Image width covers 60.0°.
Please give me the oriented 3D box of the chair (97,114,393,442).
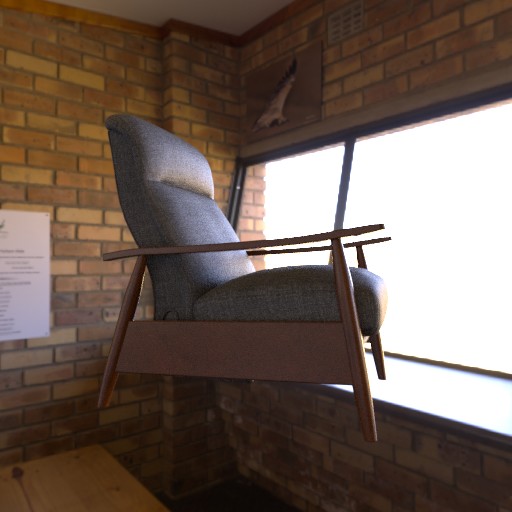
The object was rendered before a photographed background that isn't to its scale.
[{"bbox_3d":[0.000,0.000,1.779,1.030,1.082,0.762,0,-1,19],"label":"chair"}]
